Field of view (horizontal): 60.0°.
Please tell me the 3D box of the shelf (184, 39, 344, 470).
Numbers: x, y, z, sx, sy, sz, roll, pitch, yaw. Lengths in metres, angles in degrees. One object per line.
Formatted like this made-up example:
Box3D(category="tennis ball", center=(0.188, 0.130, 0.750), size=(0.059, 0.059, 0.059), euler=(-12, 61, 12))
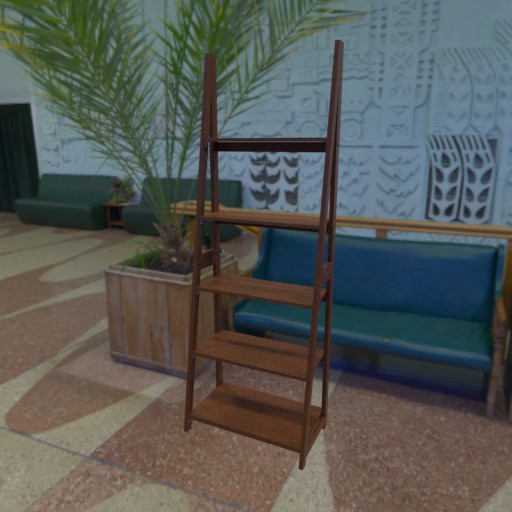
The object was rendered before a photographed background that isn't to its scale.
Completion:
Box3D(category="shelf", center=(0.000, 0.000, 1.999), size=(0.630, 1.780, 0.356), euler=(7, 16, 25))
